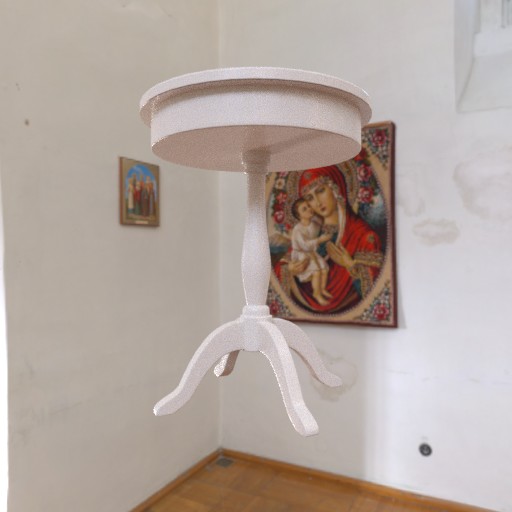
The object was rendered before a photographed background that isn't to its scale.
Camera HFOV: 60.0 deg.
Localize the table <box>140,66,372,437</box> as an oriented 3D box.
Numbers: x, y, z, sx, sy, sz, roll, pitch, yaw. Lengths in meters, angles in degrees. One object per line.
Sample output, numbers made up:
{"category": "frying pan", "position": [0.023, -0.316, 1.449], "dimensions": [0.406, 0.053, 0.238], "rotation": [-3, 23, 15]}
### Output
{"category": "table", "position": [0.000, 0.000, 1.015], "dimensions": [0.513, 0.653, 0.513], "rotation": [0, 1, 0]}
